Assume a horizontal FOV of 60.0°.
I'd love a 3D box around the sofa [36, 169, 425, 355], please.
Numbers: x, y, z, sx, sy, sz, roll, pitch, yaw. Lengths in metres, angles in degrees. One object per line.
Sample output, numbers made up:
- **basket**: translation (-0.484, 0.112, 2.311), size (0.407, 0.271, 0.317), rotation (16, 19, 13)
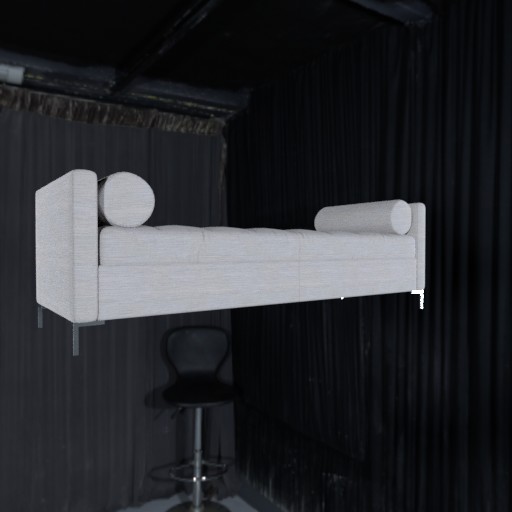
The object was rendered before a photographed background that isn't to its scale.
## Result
- **sofa**: translation (0.000, 0.000, 2.314), size (1.981, 0.635, 0.686), rotation (-1, 1, -36)
